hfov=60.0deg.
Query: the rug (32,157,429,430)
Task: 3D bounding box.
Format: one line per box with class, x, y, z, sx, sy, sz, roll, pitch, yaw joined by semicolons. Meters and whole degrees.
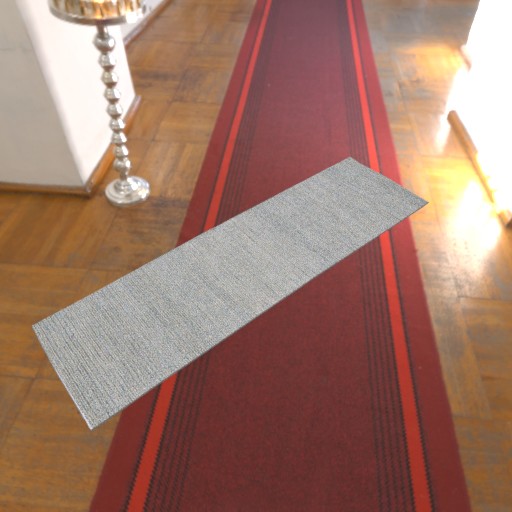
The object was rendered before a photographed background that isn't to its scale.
rug;0.000;0.000;2.530;2.341;0.037;0.675;-31;54;-26
